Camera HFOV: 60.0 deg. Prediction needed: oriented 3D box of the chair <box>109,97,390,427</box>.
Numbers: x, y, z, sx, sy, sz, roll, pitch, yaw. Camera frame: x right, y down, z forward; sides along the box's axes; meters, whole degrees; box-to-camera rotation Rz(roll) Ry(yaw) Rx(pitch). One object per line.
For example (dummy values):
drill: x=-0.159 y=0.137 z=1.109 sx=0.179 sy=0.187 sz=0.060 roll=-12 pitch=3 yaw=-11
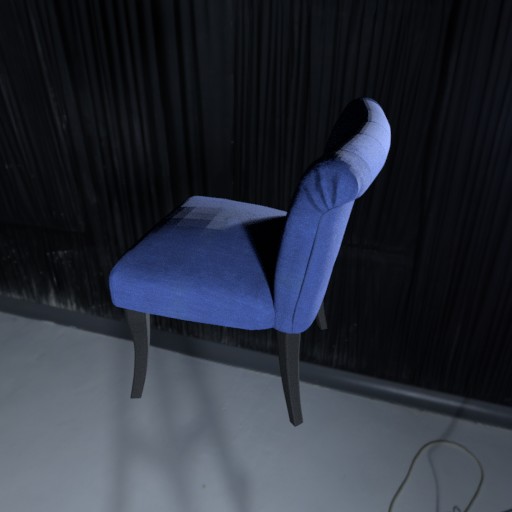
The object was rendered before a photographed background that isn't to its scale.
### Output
chair: x=0.000 y=0.000 z=1.200 sx=0.606 sy=0.753 sz=0.585 roll=9 pitch=31 yaw=15
